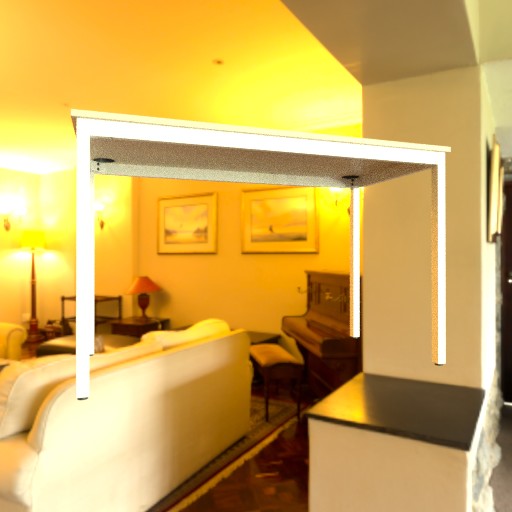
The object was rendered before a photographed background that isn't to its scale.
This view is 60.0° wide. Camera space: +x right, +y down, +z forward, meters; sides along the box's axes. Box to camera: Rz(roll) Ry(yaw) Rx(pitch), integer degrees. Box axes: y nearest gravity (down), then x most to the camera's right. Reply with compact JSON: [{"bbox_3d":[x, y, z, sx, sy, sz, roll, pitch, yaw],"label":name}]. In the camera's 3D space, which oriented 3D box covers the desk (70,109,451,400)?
[{"bbox_3d":[0.000,0.000,1.602,1.200,0.750,0.600,0,0,-19],"label":"desk"}]
